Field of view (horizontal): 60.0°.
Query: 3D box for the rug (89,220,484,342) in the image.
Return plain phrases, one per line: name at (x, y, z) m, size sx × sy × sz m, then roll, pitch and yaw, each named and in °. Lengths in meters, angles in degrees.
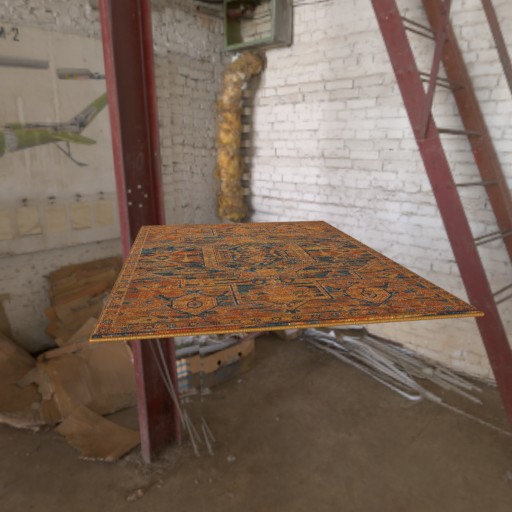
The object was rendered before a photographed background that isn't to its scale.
rug at (0.000, 0.000, 2.784) m, size 1.588 × 0.024 × 2.204 m, roll -2°, pitch 15°, yaw -9°
